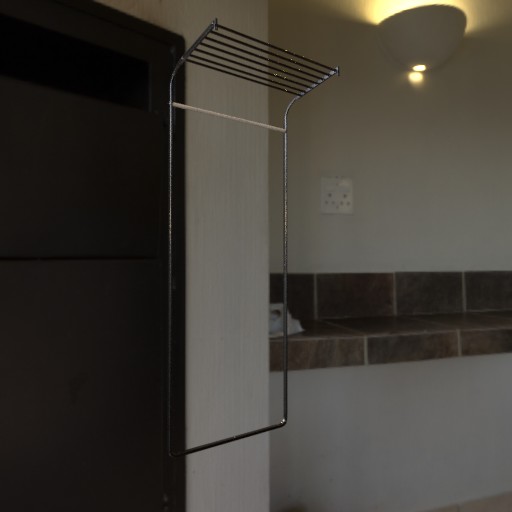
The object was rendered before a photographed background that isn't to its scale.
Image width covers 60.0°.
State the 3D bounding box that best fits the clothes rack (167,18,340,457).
[{"bbox_3d":[0.000,0.000,1.781,0.609,1.574,0.349,1,-1,-37],"label":"clothes rack"}]
